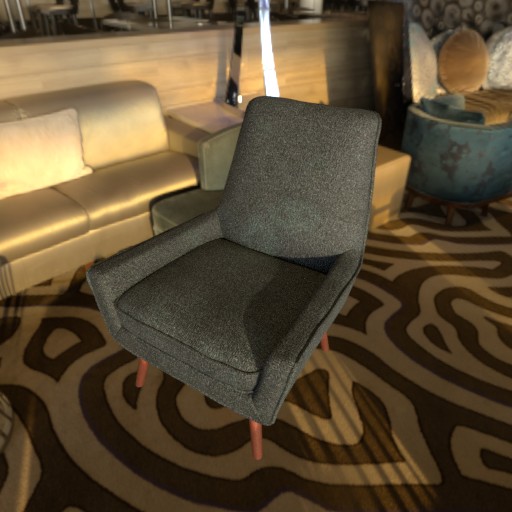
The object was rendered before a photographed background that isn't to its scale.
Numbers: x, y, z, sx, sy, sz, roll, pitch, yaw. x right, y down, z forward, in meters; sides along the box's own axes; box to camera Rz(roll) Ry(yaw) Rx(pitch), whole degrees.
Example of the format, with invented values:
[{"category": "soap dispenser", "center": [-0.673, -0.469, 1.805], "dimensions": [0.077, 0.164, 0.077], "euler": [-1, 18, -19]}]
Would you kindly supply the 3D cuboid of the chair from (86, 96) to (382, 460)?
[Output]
[{"category": "chair", "center": [0.000, 0.000, 1.518], "dimensions": [0.763, 0.883, 0.859], "euler": [19, 37, 28]}]
